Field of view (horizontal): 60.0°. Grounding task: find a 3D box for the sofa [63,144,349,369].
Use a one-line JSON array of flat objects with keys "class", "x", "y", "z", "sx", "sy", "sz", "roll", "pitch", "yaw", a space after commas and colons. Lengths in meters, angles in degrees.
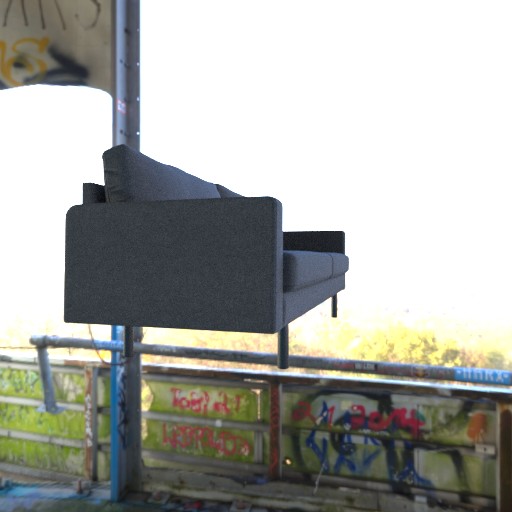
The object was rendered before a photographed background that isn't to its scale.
[{"class": "sofa", "x": 0.000, "y": 0.000, "z": 2.549, "sx": 0.880, "sy": 0.880, "sz": 2.100, "roll": 0, "pitch": 0, "yaw": 18}]
